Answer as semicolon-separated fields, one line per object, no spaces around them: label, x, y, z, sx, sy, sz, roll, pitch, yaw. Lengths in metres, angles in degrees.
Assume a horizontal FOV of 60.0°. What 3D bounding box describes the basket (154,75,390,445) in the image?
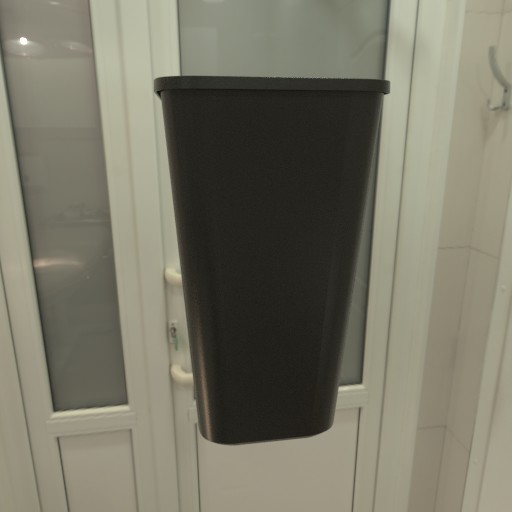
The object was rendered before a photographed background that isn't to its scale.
basket;0.000;0.000;0.745;0.287;0.521;0.394;-2;16;-9
